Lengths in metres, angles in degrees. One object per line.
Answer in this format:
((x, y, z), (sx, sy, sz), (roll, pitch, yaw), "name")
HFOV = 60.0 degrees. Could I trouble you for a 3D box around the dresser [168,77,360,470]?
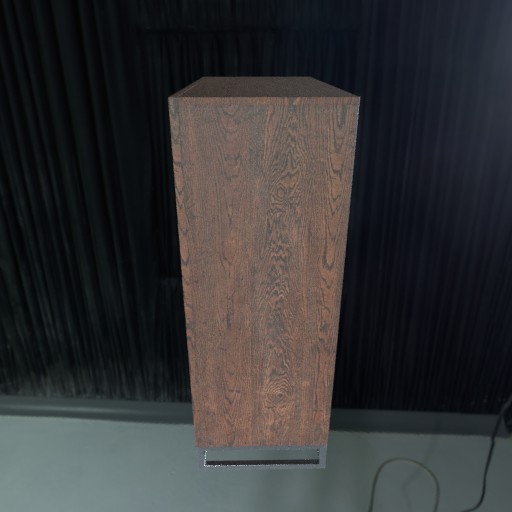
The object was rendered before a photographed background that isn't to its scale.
((0.000, 0.000, 1.822), (0.508, 1.321, 0.965), (0, 25, -1), "dresser")
